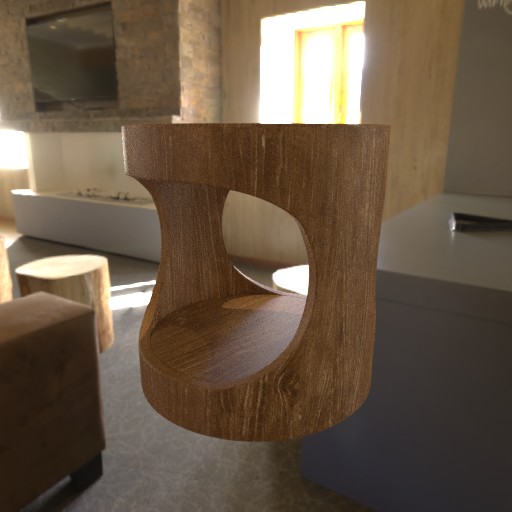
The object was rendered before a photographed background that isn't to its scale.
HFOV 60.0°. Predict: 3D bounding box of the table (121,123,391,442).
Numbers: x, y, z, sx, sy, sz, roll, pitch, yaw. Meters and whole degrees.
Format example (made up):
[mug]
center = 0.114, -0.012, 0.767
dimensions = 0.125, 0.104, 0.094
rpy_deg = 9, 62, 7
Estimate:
[table]
center = 0.000, 0.000, 0.978
dimensions = 0.527, 0.551, 0.527
rpy_deg = 0, 15, 0
